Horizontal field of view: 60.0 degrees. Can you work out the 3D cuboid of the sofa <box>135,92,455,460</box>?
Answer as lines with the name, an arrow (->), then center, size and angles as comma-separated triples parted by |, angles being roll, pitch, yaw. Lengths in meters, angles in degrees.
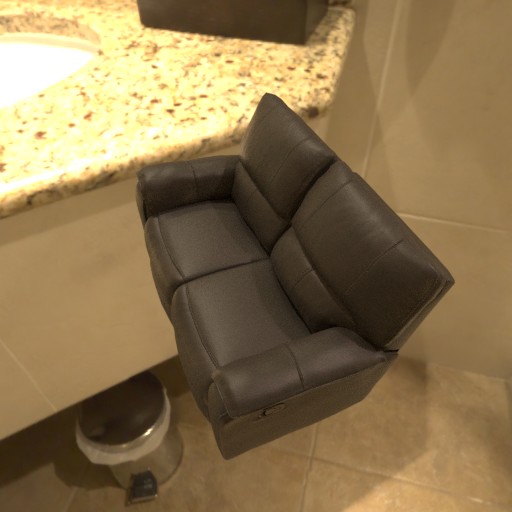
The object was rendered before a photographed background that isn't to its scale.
sofa -> 0.000, 0.000, 2.469 | 1.104, 1.111, 1.765 | -17, 49, -15
